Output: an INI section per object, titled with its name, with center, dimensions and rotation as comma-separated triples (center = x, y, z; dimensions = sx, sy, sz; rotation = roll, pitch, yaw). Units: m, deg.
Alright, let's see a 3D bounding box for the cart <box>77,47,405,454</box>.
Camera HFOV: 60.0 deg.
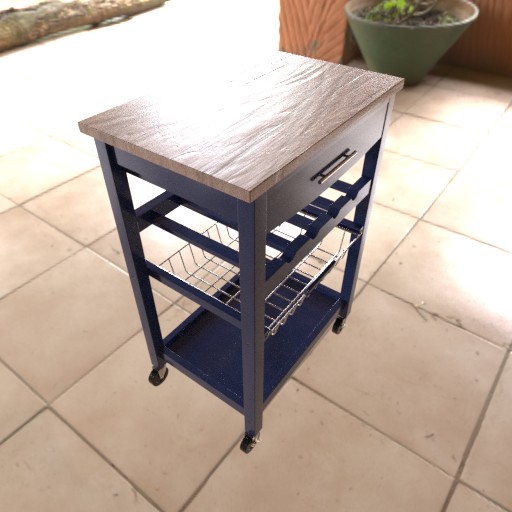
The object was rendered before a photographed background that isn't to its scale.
[cart]
center = 0.000, 0.000, 1.171
dimensions = 0.403, 0.839, 0.584
rotation = 26, 47, 27
